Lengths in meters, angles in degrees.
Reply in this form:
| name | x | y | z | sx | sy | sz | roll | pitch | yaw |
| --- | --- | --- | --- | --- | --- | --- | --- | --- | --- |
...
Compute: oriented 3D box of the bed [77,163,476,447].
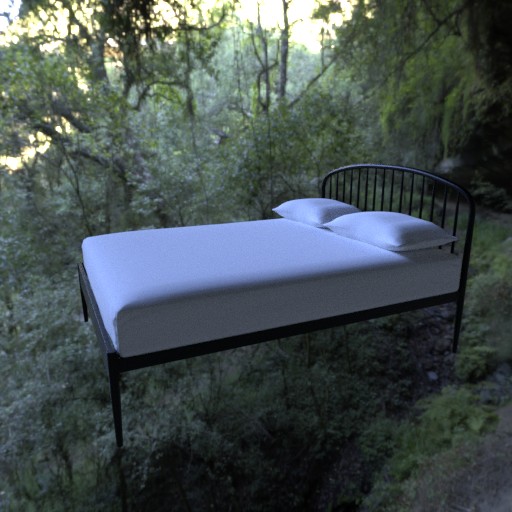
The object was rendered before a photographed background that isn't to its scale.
| name | x | y | z | sx | sy | sz | roll | pitch | yaw |
| --- | --- | --- | --- | --- | --- | --- | --- | --- | --- |
| bed | 0.000 | 0.000 | 2.989 | 2.159 | 1.166 | 1.618 | -7 | 16 | -25 |
